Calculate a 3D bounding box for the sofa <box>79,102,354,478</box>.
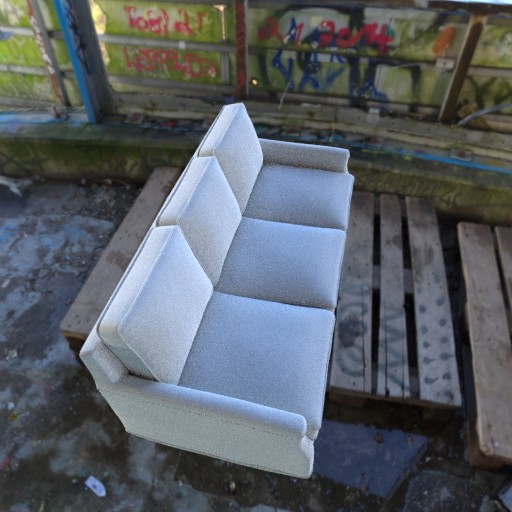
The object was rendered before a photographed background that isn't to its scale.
[{"bbox_3d":[0.000,0.000,2.786,1.084,1.003,2.246,10,47,9],"label":"sofa"}]
